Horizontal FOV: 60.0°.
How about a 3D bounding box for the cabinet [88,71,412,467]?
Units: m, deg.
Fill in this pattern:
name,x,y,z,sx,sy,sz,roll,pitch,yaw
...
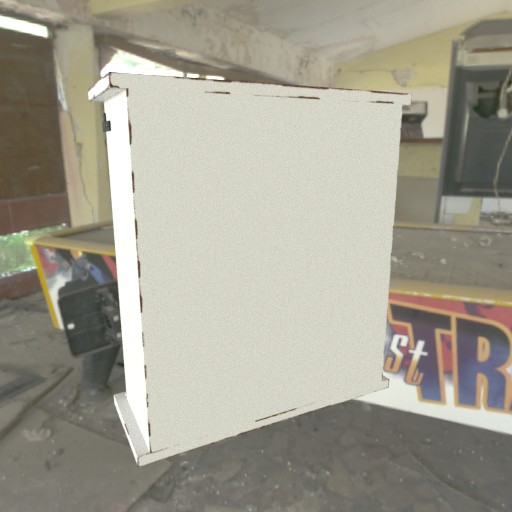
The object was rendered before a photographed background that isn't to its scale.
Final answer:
name,x,y,z,sx,sy,sz,roll,pitch,yaw
cabinet,0.000,0.000,0.861,0.541,0.603,0.210,-7,15,-26
